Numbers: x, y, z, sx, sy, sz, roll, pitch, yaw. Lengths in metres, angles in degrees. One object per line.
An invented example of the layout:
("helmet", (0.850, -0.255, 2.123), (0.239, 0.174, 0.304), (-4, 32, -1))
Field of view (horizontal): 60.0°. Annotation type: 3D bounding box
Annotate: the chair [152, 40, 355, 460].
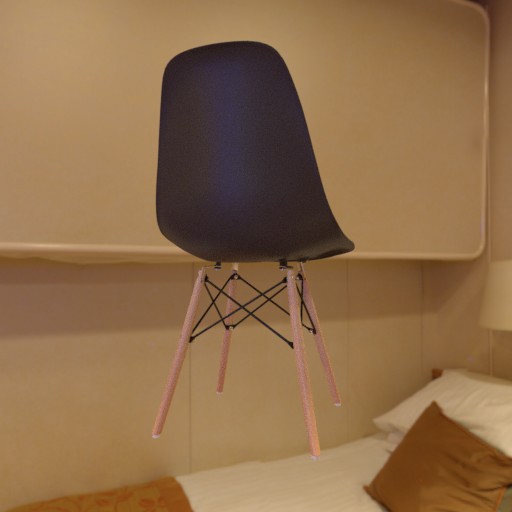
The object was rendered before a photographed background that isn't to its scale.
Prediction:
("chair", (0.000, 0.000, 1.115), (0.470, 0.825, 0.533), (0, -1, 18))
